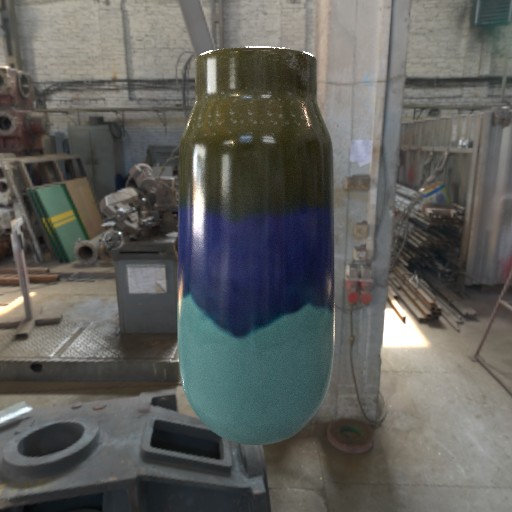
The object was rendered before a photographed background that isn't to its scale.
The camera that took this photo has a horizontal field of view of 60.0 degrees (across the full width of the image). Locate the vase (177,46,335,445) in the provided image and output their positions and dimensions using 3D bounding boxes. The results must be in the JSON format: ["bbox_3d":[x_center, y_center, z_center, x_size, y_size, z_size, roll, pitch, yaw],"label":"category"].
[{"bbox_3d":[0.000,0.000,0.378,0.139,0.313,0.139,0,15,0],"label":"vase"}]
